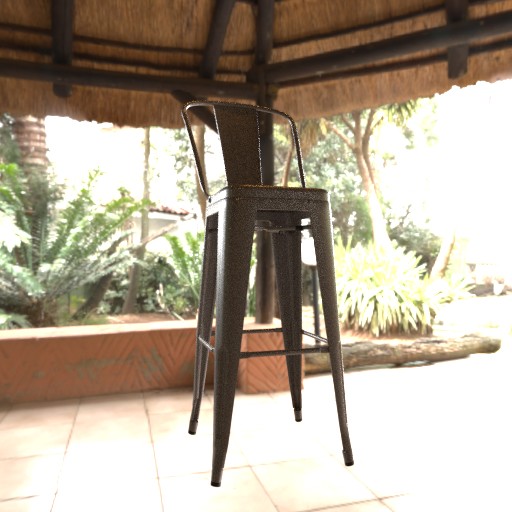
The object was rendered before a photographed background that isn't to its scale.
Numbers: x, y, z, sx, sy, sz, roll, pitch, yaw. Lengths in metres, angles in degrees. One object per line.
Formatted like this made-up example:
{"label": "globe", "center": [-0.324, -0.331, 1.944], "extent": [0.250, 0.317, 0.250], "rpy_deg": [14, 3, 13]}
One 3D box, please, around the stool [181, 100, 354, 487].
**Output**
{"label": "stool", "center": [0.000, 0.000, 1.338], "extent": [0.399, 1.096, 0.513], "rpy_deg": [0, 0, -18]}
